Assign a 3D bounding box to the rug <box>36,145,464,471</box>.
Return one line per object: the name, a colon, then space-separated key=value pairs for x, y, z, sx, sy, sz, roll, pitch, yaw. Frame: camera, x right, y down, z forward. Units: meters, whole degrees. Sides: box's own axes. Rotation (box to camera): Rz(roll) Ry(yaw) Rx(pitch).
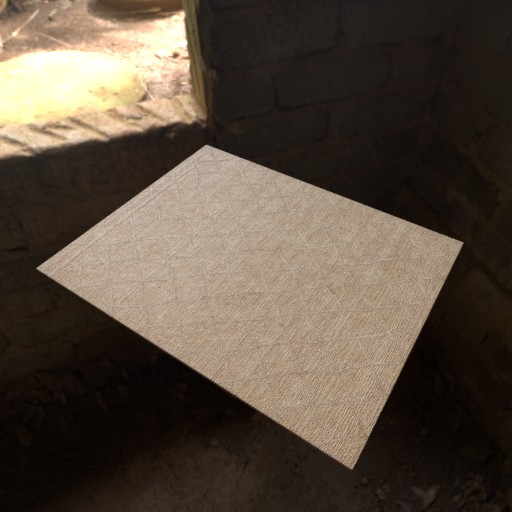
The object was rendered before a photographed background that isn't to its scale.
rug: x=0.000 y=0.000 z=4.011 sx=3.039 sy=0.019 sz=2.420 roll=26 pitch=51 yaw=23
